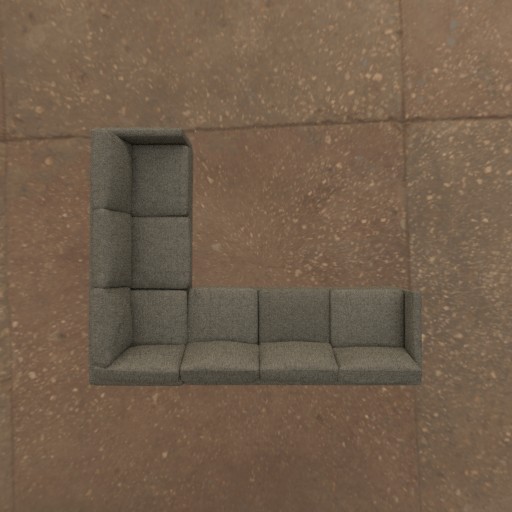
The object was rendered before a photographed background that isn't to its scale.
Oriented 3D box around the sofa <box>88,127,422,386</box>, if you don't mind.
[{"bbox_3d":[0.000,0.000,4.602,3.302,0.947,2.593,0,89,1],"label":"sofa"}]
